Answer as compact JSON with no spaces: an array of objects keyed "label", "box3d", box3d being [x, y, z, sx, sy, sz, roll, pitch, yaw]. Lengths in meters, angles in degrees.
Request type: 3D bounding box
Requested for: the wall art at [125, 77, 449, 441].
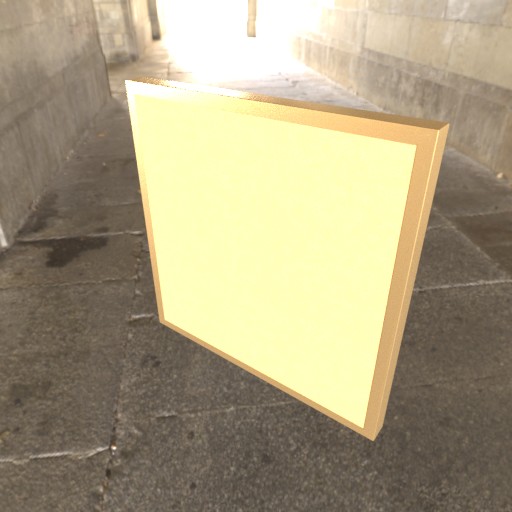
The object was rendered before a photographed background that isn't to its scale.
[{"label":"wall art","box3d":[0.000,0.000,0.444,0.305,0.305,0.023,21,37,31]}]
